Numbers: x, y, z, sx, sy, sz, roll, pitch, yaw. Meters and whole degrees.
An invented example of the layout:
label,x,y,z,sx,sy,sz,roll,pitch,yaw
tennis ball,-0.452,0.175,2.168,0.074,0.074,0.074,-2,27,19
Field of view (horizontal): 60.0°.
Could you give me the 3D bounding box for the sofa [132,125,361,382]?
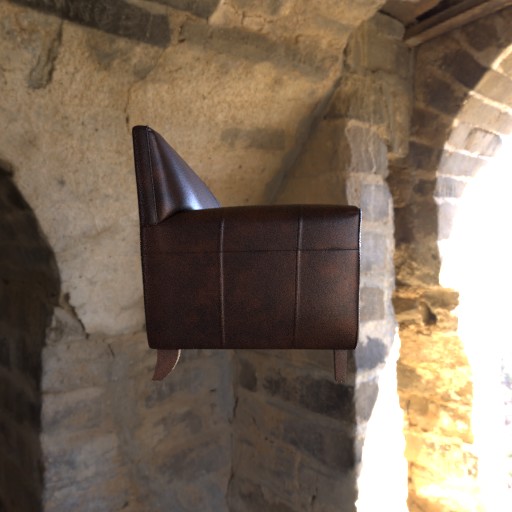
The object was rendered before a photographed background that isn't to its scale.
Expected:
label,x,y,z,sx,sy,sz,roll,pitch,yaw
sofa,0.000,0.000,2.452,0.786,0.871,1.995,0,0,1
